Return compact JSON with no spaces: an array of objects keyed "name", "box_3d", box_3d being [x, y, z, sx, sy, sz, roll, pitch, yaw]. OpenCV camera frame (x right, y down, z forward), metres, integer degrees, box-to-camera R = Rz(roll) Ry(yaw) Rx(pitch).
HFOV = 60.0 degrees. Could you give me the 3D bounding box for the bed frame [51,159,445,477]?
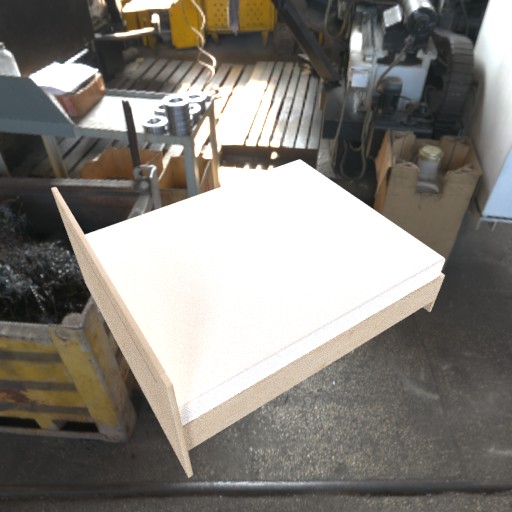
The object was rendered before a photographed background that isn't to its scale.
[{"name":"bed frame","box_3d":[0.000,0.000,3.119,2.080,0.900,1.800,-24,47,-24]}]
